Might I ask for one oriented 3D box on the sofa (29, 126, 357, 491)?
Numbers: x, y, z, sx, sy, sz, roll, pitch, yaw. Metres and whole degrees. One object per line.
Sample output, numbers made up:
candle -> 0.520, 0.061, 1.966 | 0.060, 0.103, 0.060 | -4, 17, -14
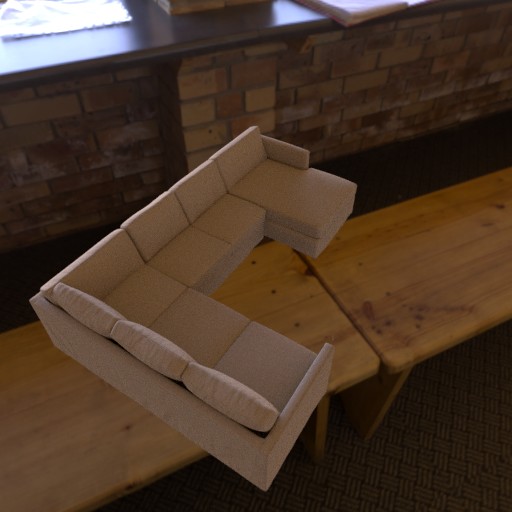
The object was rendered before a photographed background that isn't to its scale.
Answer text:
sofa -> 0.000, 0.000, 4.531 | 2.427, 0.882, 3.460 | 24, 50, 23
